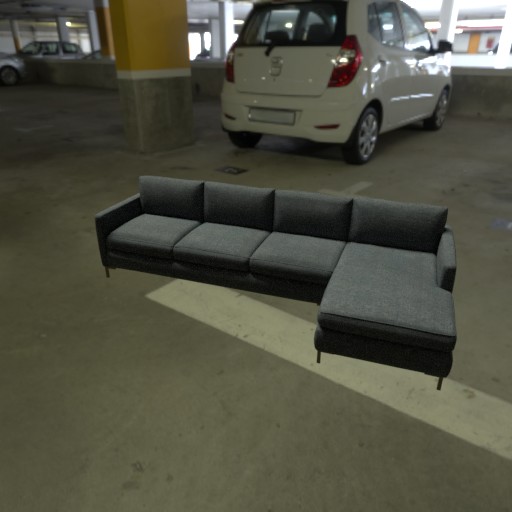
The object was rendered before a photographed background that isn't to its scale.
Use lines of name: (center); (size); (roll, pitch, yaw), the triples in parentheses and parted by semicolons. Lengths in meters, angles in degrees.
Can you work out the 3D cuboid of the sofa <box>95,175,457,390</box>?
sofa: (0.000, 0.000, 3.521); (2.932, 0.810, 1.350); (9, 26, 18)
